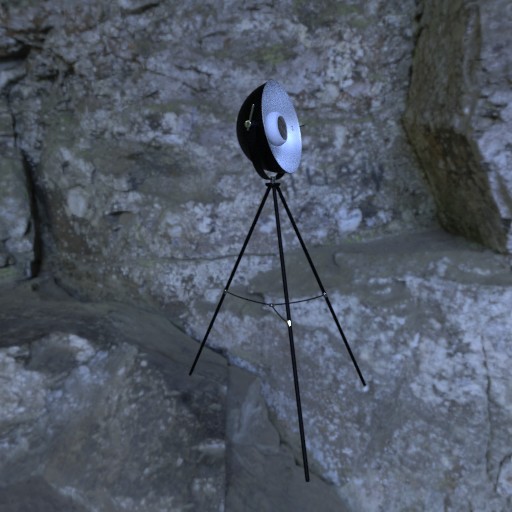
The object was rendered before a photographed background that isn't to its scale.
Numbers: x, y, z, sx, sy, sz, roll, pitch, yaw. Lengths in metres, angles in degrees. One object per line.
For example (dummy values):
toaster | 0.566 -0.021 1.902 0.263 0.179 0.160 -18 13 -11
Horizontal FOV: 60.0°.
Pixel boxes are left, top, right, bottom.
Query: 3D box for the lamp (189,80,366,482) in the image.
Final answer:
lamp | 0.000 0.000 2.040 0.920 1.512 0.817 7 15 25
